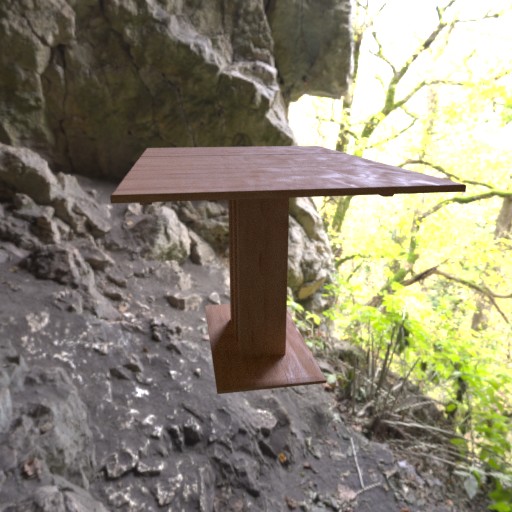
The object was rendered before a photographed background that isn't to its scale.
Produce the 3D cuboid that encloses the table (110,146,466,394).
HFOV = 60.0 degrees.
[{"bbox_3d":[0.000,0.000,1.817,0.900,0.770,1.300,-3,19,-9],"label":"table"}]
